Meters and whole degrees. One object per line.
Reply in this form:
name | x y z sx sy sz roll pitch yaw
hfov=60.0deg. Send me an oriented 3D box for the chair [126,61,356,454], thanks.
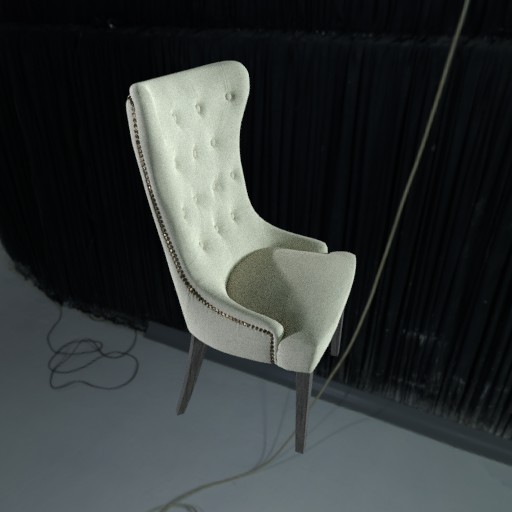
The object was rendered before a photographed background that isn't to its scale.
chair | 0.000 0.000 1.395 0.590 1.065 0.584 11 32 19
